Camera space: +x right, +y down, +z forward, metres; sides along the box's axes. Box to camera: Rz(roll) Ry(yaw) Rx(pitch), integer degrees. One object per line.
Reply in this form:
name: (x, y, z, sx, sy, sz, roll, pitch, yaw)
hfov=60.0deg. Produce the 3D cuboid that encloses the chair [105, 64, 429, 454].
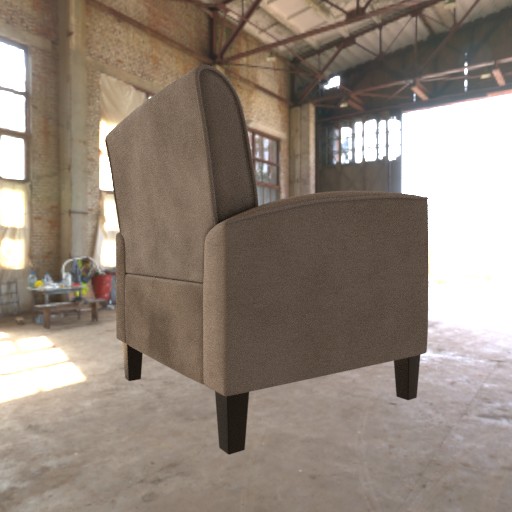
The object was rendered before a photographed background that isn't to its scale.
chair: (0.000, 0.000, 1.523, 0.821, 0.915, 0.820, 0, 1, -34)
